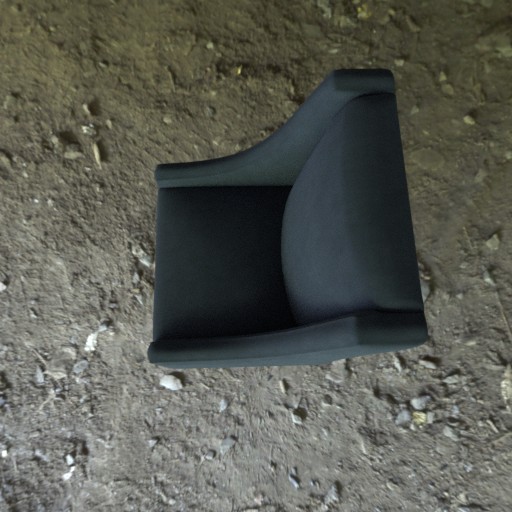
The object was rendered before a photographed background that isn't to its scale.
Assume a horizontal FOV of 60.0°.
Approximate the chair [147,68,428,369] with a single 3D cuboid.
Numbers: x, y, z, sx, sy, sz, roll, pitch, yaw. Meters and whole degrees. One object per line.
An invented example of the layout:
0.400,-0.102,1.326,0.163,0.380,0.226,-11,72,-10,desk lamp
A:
0.000,0.000,1.317,0.629,0.895,0.629,-2,74,0,chair
